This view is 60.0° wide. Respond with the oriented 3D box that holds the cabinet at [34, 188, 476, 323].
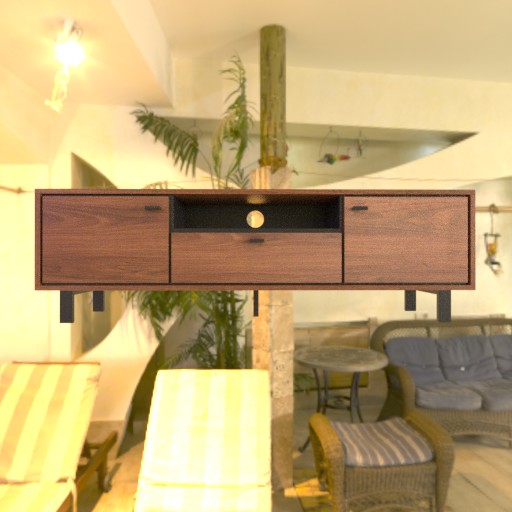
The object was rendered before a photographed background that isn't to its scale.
[{"bbox_3d":[0.000,0.000,1.826,1.650,0.500,0.400,0,0,-1],"label":"cabinet"}]
